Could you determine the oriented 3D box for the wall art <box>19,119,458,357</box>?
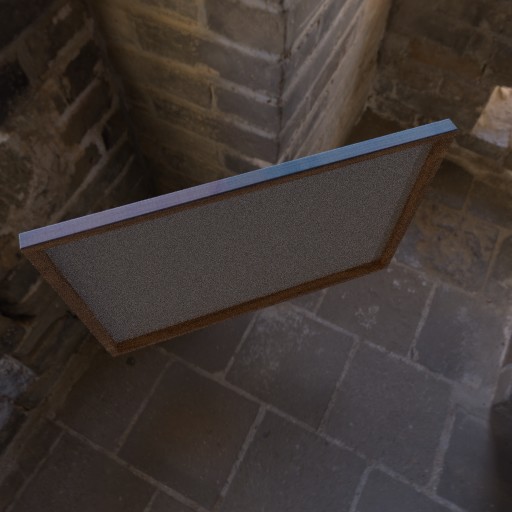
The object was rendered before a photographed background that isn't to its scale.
[{"bbox_3d":[0.000,0.000,1.142,0.911,0.605,0.037,-17,60,-10],"label":"wall art"}]
